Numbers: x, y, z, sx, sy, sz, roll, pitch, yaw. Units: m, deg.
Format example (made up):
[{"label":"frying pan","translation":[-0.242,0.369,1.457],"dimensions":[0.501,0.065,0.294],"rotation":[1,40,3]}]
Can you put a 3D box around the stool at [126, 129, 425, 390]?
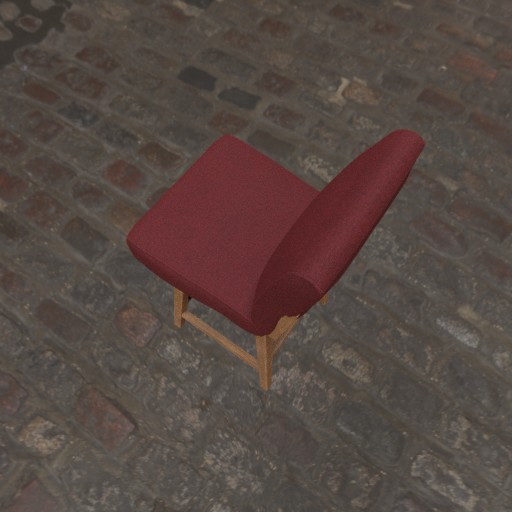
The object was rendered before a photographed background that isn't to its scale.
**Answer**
[{"label":"stool","translation":[0.000,0.000,1.321],"dimensions":[0.562,1.038,0.468],"rotation":[32,68,15]}]
